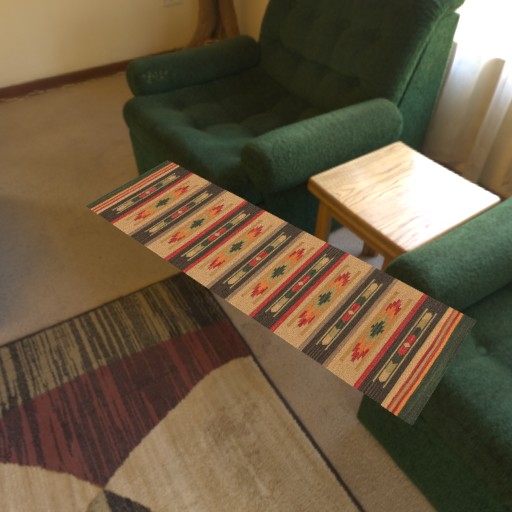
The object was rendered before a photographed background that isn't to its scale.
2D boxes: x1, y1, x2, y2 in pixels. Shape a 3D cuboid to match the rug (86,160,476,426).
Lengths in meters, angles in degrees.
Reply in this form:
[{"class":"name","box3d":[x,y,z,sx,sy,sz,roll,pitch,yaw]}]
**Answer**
[{"class":"rug","box3d":[0.000,0.000,2.720,2.440,0.009,0.760,30,52,27]}]
